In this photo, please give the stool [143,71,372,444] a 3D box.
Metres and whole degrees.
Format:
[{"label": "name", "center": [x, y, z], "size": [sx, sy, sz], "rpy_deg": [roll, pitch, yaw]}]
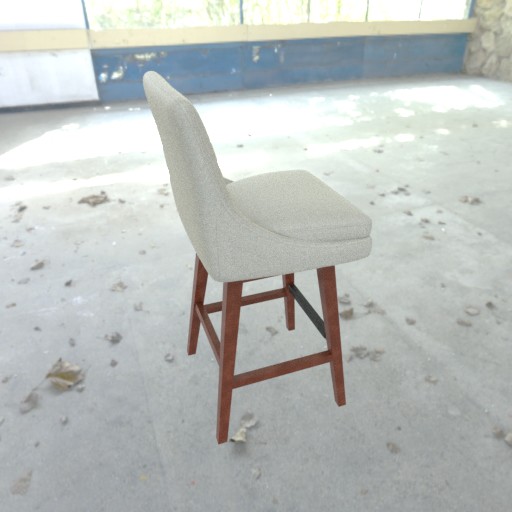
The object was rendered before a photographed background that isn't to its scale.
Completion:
[{"label": "stool", "center": [0.000, 0.000, 1.430], "size": [0.559, 1.092, 0.470], "rpy_deg": [-11, 32, -17]}]
